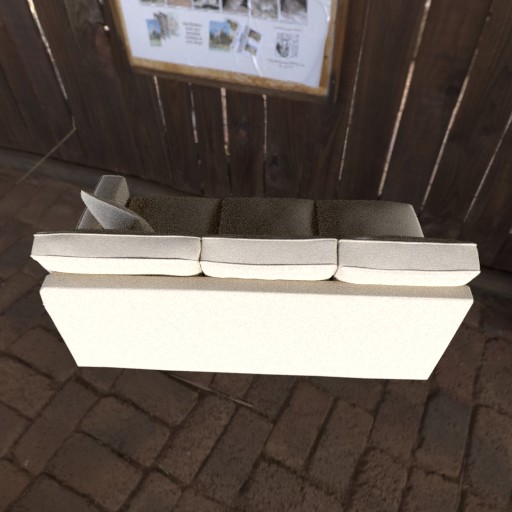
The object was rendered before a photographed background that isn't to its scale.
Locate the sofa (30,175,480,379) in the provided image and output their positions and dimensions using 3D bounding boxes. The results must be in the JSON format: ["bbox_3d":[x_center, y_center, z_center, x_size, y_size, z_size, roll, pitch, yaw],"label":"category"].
[{"bbox_3d":[0.000,0.000,2.493,1.963,0.946,1.034,2,46,2],"label":"sofa"}]
